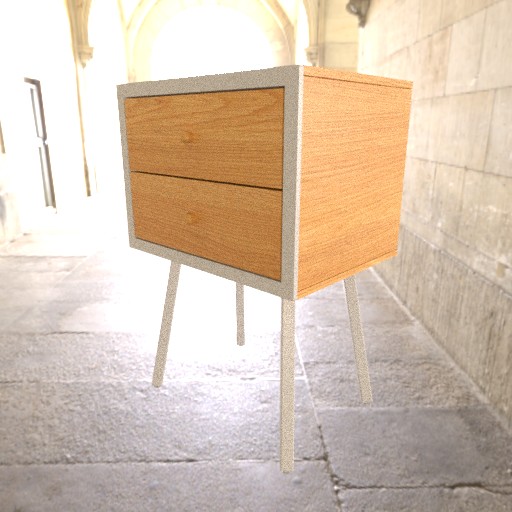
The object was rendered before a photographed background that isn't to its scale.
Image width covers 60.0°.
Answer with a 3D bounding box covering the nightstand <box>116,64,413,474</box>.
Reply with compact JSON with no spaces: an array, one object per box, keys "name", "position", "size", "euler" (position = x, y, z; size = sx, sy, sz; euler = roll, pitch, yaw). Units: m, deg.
[{"name":"nightstand","position":[0.000,0.000,0.822],"size":[0.400,0.601,0.316],"euler":[15,22,41]}]
